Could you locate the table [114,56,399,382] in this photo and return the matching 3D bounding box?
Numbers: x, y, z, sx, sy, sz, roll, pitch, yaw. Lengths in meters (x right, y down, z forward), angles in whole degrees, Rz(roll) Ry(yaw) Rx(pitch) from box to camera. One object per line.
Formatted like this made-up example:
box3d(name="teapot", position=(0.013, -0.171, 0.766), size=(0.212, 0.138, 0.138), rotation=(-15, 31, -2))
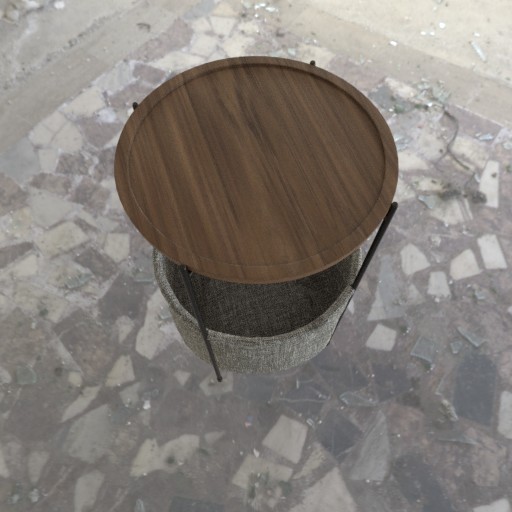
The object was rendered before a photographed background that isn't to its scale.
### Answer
box3d(name="table", position=(0.000, 0.000, 0.882), size=(0.400, 0.623, 0.400), rotation=(-17, 64, -8))
